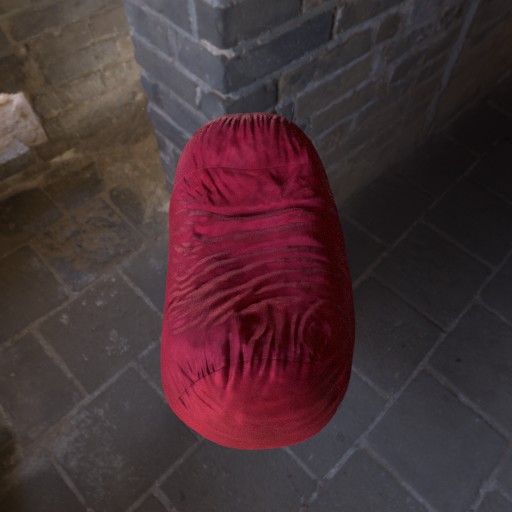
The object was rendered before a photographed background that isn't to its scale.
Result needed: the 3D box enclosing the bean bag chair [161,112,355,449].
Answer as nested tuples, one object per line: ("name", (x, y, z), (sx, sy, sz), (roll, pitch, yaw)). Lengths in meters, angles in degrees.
("bean bag chair", (0.000, 0.000, 2.882), (1.216, 0.867, 2.293), (-2, 58, -1))
